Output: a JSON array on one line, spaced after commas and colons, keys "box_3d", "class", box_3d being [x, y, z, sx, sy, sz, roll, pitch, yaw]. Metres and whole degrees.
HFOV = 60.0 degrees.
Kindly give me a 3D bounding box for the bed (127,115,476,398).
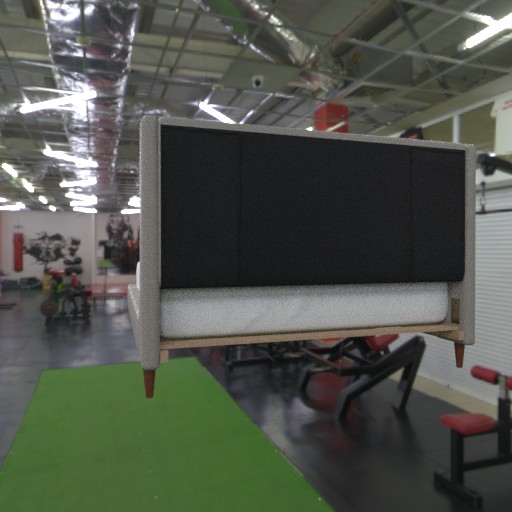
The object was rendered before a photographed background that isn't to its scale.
[{"box_3d": [0.000, 0.000, 3.056, 1.656, 1.147, 2.232, 0, 1, -18], "class": "bed"}]
